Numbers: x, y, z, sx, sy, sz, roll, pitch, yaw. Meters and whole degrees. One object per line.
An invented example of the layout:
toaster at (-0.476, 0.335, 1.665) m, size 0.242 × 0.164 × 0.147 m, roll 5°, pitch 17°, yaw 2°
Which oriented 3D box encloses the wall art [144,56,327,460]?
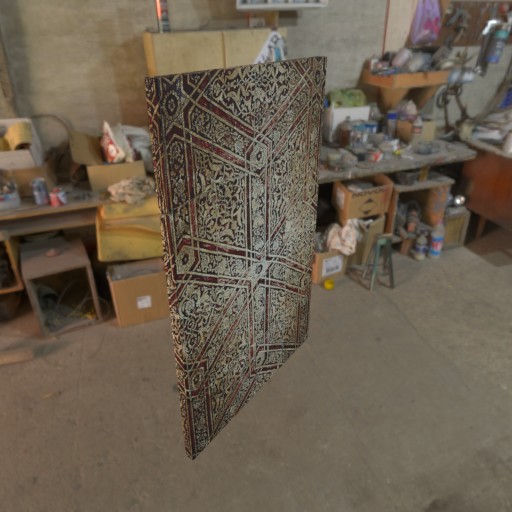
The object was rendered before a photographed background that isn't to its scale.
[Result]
wall art at (0.000, 0.000, 1.137) m, size 0.030 × 0.904 × 0.599 m, roll 18°, pitch 33°, yaw 30°
